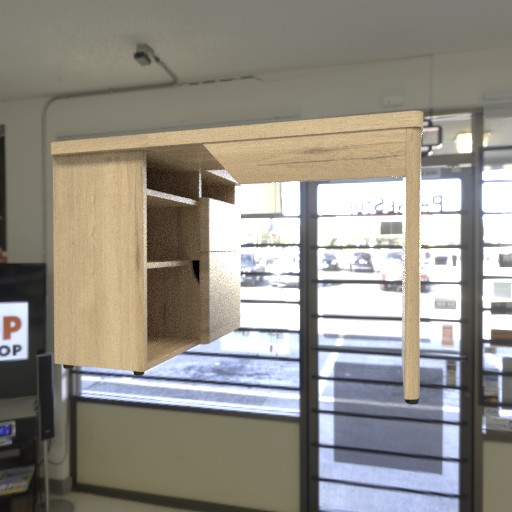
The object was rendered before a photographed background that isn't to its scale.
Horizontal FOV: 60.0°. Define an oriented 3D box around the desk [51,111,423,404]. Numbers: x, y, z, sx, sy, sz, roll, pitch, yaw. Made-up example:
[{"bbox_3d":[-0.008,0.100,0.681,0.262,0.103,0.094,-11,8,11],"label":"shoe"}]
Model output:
[{"bbox_3d":[0.000,0.000,1.728,1.169,0.760,0.900,0,1,17],"label":"desk"}]
